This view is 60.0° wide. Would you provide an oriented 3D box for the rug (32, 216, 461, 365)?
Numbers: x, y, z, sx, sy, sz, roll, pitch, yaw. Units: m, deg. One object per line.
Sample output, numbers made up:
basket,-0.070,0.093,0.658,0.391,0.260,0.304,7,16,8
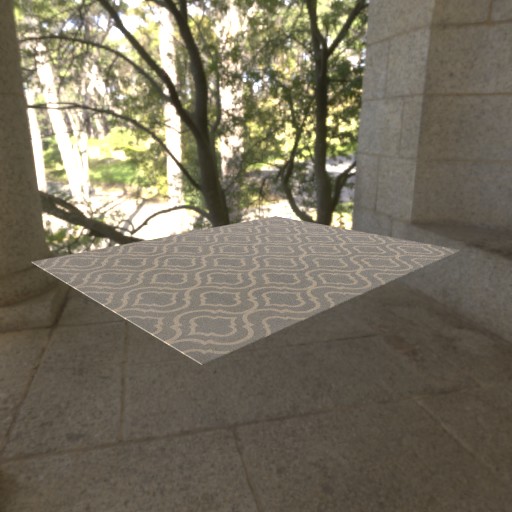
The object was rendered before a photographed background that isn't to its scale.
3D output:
rug,0.000,0.000,3.795,2.892,0.006,2.283,-15,22,-42
